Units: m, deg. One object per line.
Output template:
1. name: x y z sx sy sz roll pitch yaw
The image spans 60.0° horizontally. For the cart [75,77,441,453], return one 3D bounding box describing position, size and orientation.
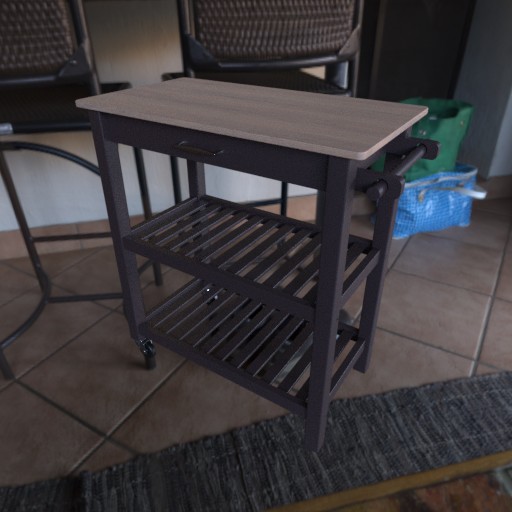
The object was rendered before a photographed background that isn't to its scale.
1. cart: 0.000 0.000 1.405 0.899 0.927 0.457 19 36 28
